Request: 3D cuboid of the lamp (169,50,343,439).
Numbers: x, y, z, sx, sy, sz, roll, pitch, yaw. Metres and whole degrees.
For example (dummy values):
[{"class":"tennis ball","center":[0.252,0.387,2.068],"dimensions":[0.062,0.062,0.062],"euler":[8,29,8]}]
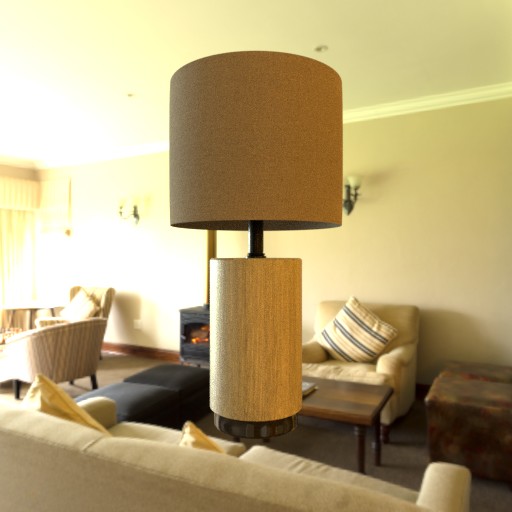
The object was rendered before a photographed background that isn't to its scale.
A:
[{"class":"lamp","center":[0.000,0.000,0.592],"dimensions":[0.228,0.444,0.228],"euler":[0,0,-19]}]
